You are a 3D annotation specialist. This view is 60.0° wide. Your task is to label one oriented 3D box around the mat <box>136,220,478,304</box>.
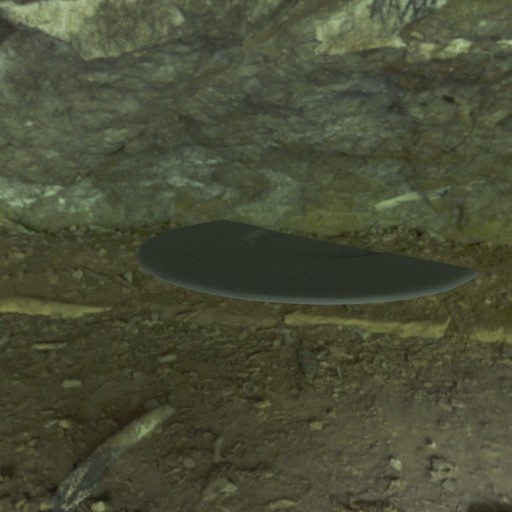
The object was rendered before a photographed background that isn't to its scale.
[{"bbox_3d":[0.000,0.000,1.903,0.917,0.022,1.525,-14,20,-42],"label":"mat"}]
